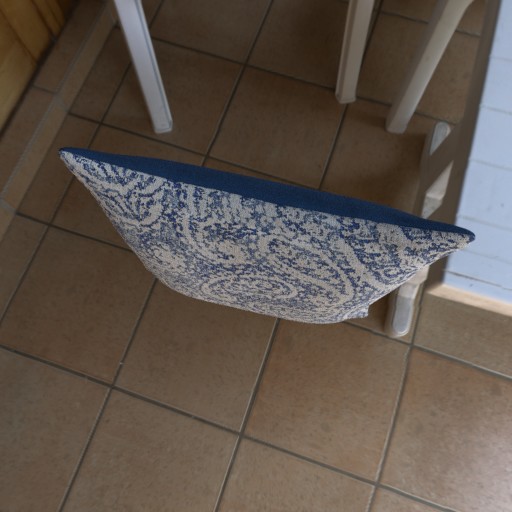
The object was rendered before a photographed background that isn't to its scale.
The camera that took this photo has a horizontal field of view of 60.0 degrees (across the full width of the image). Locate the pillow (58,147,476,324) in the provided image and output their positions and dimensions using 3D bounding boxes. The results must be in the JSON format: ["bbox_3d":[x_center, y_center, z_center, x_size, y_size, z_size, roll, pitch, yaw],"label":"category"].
[{"bbox_3d":[0.000,0.000,0.773,0.523,0.510,0.166,12,74,4],"label":"pillow"}]
